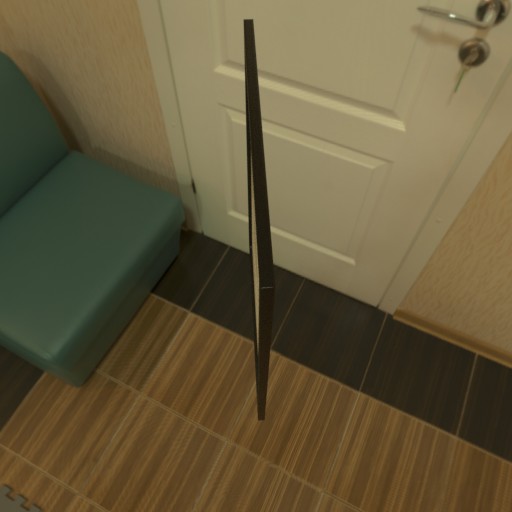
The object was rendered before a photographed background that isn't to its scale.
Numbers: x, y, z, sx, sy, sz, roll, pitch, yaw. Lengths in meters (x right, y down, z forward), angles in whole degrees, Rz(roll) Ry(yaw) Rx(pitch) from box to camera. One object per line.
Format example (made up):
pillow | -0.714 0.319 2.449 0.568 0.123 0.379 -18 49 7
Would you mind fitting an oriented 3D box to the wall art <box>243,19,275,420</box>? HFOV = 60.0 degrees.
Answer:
wall art | 0.000 0.000 0.859 0.016 0.657 0.480 -2 59 -2
